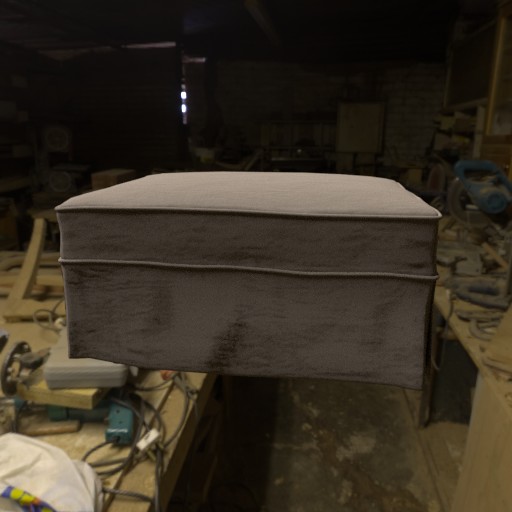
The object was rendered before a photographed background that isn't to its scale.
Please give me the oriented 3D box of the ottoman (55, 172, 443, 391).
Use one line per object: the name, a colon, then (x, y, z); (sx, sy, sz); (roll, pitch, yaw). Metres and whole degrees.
ottoman: (0.000, 0.000, 1.345); (0.944, 0.479, 0.703); (2, 16, 8)
